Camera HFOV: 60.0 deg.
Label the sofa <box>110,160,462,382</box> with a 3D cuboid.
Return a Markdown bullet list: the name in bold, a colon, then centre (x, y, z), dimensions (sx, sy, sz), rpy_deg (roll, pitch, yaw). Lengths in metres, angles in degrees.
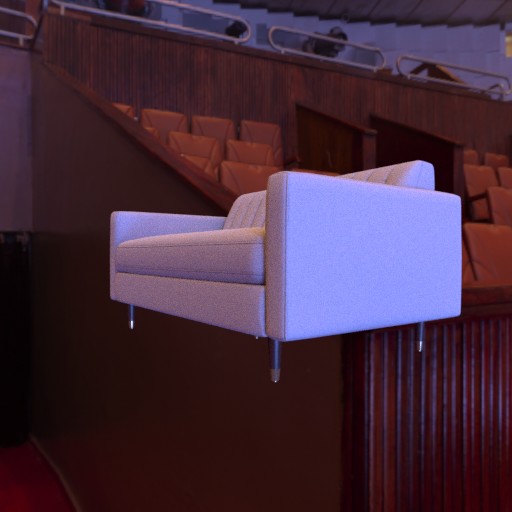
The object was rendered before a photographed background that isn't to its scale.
- **sofa**: centre (0.000, 0.000, 2.153), dimensions (0.950, 0.801, 1.585), rpy_deg (0, 0, -36)
